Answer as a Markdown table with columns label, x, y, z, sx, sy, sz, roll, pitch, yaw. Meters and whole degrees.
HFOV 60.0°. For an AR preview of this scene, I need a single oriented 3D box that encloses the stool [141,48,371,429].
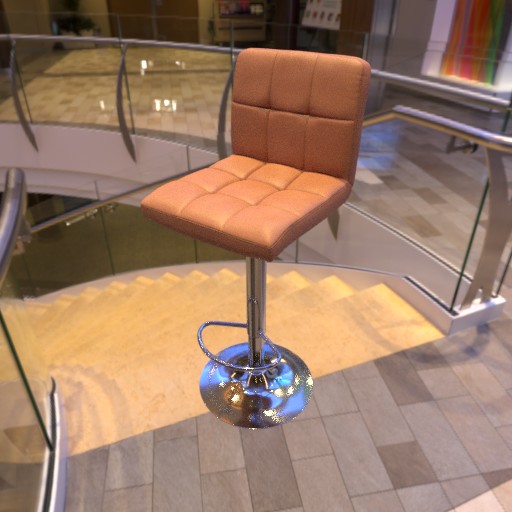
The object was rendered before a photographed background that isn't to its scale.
| label | x | y | z | sx | sy | sz | roll | pitch | yaw |
| --- | --- | --- | --- | --- | --- | --- | --- | --- | --- |
| stool | 0.000 | 0.000 | 1.373 | 0.430 | 1.115 | 0.505 | 19 | 37 | 28 |
